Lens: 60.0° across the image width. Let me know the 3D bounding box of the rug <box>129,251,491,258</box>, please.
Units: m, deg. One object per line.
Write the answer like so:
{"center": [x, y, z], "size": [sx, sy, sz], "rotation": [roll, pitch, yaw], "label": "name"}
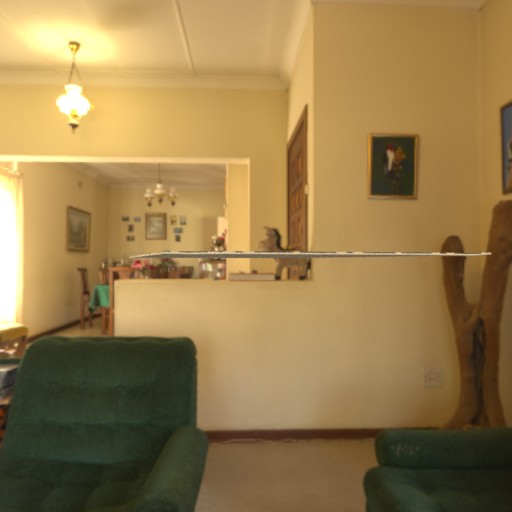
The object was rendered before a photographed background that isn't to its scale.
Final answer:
{"center": [0.000, 0.000, 2.088], "size": [1.072, 0.013, 1.698], "rotation": [0, -1, -19], "label": "rug"}
